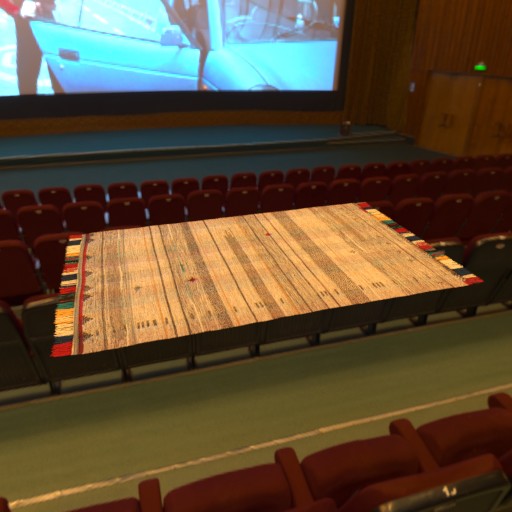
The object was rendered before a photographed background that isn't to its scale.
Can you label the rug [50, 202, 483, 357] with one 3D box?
[{"bbox_3d":[0.000,0.000,2.975,2.465,0.012,1.465,-8,28,-15],"label":"rug"}]
